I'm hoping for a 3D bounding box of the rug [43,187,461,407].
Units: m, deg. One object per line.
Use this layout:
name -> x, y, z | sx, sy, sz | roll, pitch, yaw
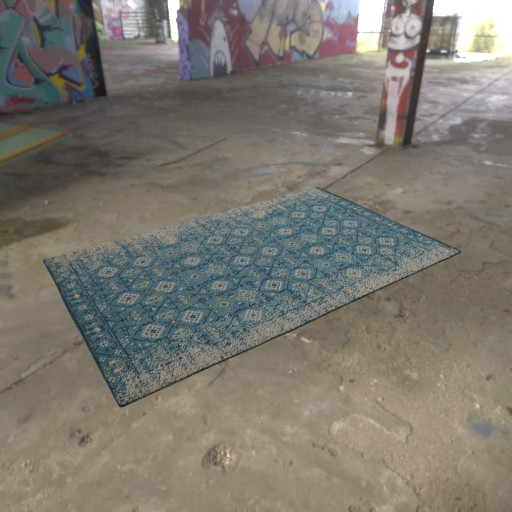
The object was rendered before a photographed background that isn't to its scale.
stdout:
rug -> 0.000, 0.000, 3.032 | 2.449, 0.015, 1.530 | -19, 34, -29
